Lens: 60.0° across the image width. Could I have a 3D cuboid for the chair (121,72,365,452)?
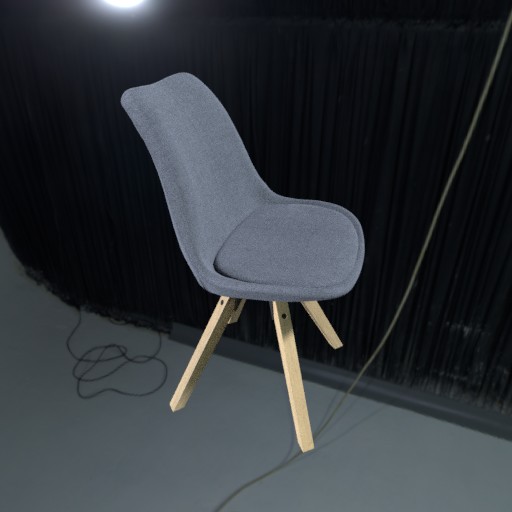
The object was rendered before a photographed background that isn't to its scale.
[{"bbox_3d":[0.000,0.000,1.179,0.550,0.850,0.485,11,33,17],"label":"chair"}]
